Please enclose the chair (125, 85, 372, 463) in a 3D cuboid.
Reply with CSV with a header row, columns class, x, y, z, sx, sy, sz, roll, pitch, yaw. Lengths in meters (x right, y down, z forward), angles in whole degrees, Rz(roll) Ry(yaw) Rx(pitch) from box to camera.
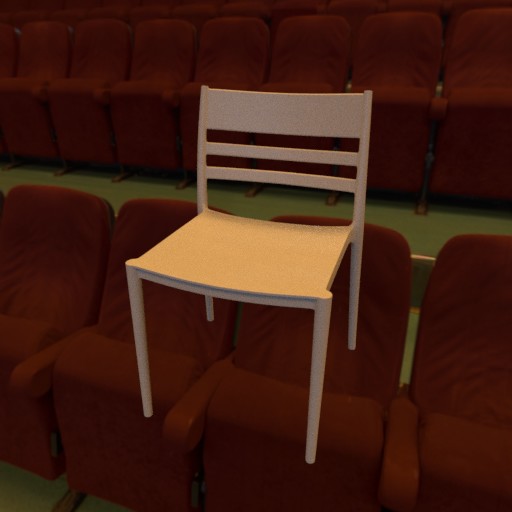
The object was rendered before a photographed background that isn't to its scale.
class,x,y,z,sx,sy,sz,roll,pitch,yaw
chair,0.000,0.000,1.168,0.531,0.800,0.511,8,27,17
